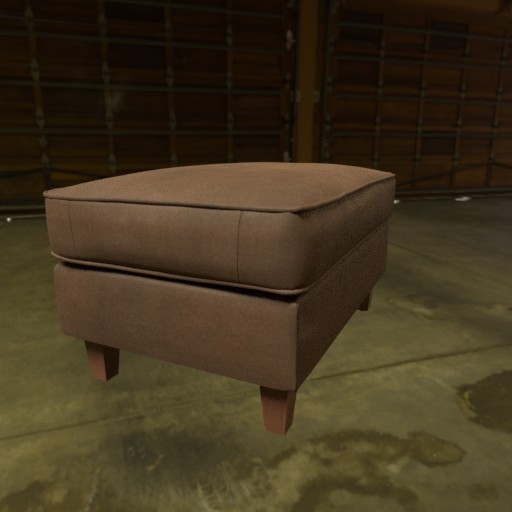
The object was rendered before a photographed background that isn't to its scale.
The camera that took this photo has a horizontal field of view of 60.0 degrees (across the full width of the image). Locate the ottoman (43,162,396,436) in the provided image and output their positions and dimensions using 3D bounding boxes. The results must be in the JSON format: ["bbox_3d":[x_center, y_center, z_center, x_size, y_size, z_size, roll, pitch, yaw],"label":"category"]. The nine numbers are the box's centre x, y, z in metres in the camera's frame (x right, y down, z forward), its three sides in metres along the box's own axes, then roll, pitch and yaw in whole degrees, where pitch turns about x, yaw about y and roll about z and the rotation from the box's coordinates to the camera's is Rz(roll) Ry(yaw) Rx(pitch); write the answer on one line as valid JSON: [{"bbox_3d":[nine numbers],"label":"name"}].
[{"bbox_3d":[0.000,0.000,1.191,0.596,0.481,0.860,7,16,25],"label":"ottoman"}]
